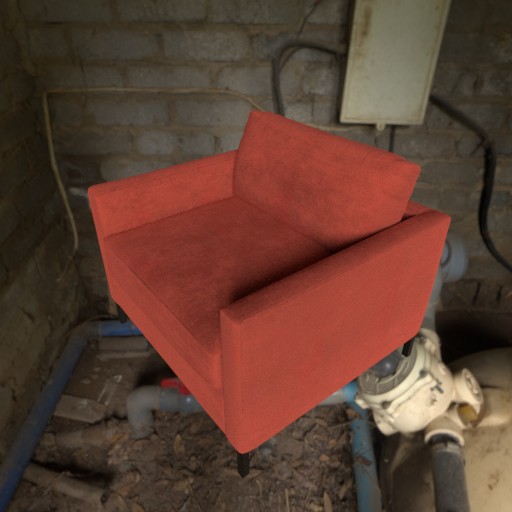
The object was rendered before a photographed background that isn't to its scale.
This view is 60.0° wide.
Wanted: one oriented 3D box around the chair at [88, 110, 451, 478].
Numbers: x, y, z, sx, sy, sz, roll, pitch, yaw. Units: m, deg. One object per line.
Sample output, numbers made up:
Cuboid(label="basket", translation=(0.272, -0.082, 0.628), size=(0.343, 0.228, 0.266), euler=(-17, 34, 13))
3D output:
Cuboid(label="chair", translation=(0.000, 0.000, 1.611), size=(0.875, 0.812, 0.964), euler=(-23, 39, -31))
